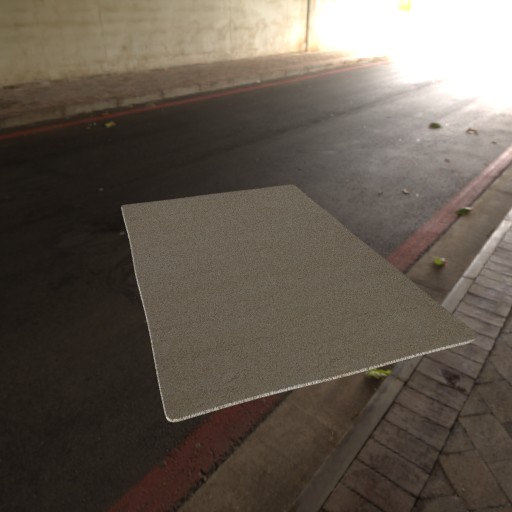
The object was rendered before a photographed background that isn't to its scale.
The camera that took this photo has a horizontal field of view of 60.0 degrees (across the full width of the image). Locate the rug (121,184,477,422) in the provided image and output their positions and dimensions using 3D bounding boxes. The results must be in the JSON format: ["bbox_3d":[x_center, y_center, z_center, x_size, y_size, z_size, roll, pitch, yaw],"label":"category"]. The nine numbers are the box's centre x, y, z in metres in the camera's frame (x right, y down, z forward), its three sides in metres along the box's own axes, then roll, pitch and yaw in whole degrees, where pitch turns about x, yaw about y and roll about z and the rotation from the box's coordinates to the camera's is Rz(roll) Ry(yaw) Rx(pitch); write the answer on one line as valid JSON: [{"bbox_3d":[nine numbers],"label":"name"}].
[{"bbox_3d":[0.000,0.000,3.395,1.798,0.025,2.698,-10,31,-17],"label":"rug"}]
